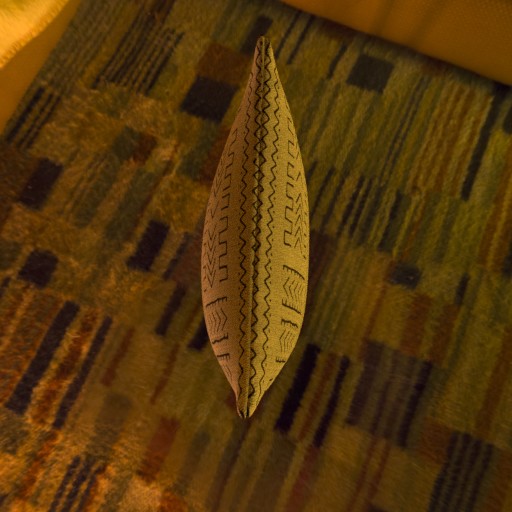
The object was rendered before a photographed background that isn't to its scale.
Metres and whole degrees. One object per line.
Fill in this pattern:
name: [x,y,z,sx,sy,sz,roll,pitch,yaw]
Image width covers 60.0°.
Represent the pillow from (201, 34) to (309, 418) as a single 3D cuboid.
pillow: [0.000,0.000,0.675,0.164,0.430,0.438,3,76,1]
